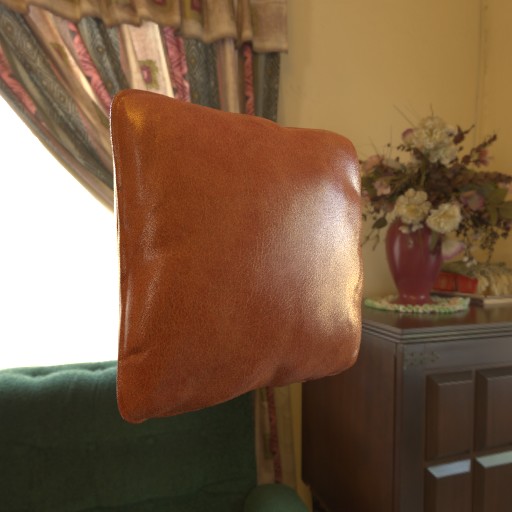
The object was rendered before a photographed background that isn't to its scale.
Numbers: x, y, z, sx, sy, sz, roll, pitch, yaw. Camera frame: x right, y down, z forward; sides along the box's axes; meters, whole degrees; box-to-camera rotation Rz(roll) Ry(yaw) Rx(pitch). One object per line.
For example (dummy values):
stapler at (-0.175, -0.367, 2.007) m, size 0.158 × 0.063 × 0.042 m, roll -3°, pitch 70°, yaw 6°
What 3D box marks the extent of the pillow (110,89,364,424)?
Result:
pillow at (0.000, 0.000, 0.820) m, size 0.532 × 0.523 × 0.236 m, roll -1°, pitch 1°, yaw -36°
